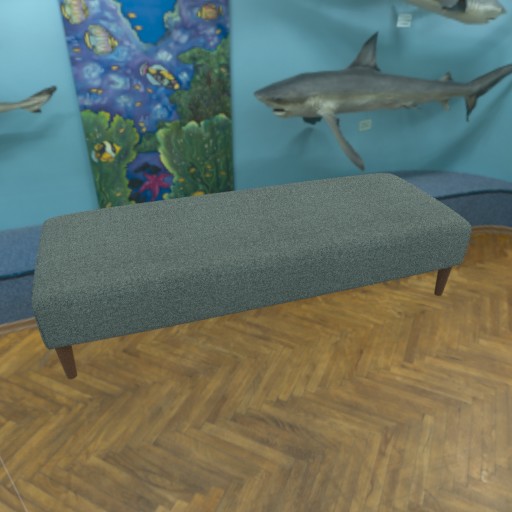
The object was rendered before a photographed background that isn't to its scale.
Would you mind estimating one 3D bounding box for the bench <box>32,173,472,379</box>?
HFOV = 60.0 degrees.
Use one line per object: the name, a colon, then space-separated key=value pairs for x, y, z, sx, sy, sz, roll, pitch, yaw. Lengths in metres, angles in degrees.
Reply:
bench: x=0.000 y=0.000 z=1.831 sx=1.598 sy=0.384 sz=0.631 roll=-10 pitch=33 yaw=-15
